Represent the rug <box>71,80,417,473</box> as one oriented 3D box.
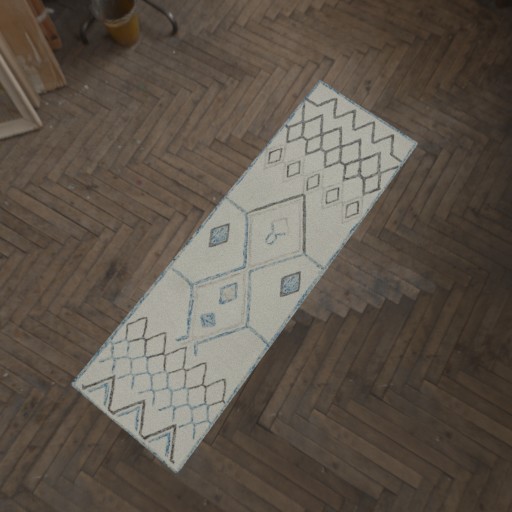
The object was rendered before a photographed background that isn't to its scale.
[{"bbox_3d":[0.000,0.000,2.663,0.770,0.013,2.434,36,79,8],"label":"rug"}]
